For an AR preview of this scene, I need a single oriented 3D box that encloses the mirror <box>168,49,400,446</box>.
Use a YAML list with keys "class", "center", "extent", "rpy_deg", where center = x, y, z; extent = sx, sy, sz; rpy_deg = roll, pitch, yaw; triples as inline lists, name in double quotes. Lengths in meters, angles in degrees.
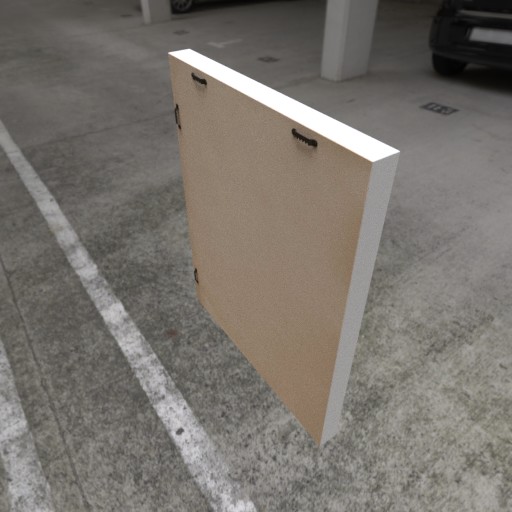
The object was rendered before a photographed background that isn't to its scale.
- class: "mirror"
  center: [0.000, 0.000, 0.686]
  extent: [0.041, 0.508, 0.405]
  rpy_deg: [-24, 45, -26]
